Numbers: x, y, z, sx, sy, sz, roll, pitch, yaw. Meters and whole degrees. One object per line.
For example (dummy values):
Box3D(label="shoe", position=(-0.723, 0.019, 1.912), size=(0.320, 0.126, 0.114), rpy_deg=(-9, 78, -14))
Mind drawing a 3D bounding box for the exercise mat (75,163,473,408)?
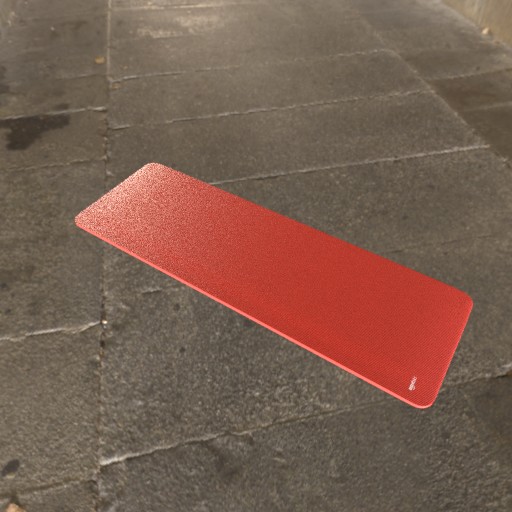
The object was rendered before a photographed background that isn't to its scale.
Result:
Box3D(label="exercise mat", position=(0.000, 0.000, 2.089), size=(1.869, 0.021, 0.616), rpy_deg=(25, 52, 22))
